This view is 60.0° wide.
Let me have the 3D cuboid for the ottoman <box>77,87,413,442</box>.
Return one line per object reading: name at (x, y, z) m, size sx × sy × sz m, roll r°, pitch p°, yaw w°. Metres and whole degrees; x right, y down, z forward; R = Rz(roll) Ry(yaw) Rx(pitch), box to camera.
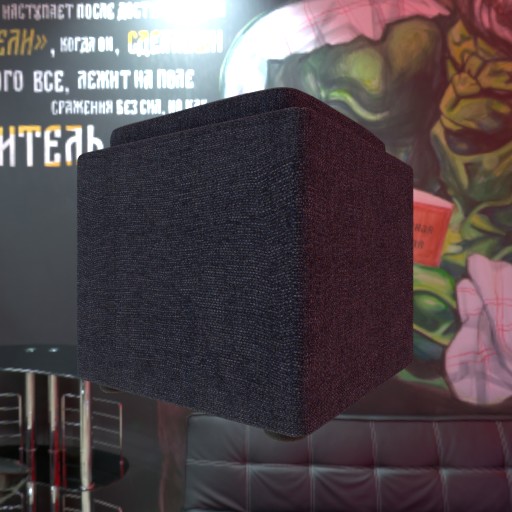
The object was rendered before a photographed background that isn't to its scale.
ottoman at (0.000, 0.000, 0.812) m, size 0.450 × 0.460 × 0.450 m, roll 0°, pitch 0°, yaw 35°
